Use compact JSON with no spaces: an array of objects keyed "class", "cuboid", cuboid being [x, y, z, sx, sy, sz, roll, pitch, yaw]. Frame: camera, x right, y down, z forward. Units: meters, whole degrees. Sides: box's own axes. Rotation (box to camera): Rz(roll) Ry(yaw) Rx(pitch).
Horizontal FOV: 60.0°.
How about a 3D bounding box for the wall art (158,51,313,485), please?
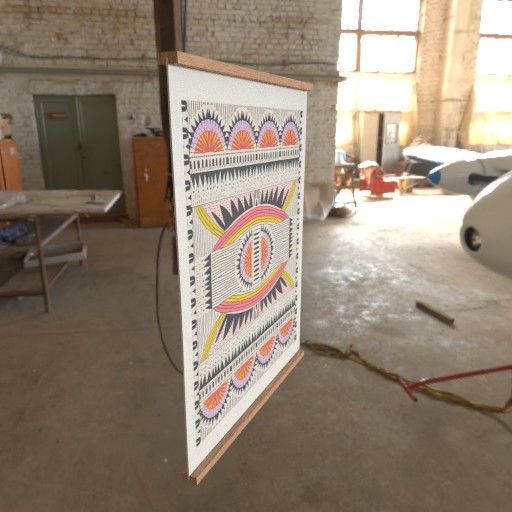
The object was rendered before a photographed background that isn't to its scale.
[{"class":"wall art","cuboid":[0.000,0.000,0.792,0.028,0.609,0.456,8,18,26]}]
